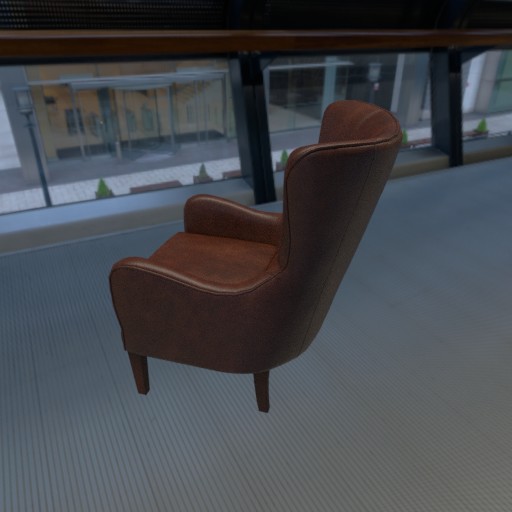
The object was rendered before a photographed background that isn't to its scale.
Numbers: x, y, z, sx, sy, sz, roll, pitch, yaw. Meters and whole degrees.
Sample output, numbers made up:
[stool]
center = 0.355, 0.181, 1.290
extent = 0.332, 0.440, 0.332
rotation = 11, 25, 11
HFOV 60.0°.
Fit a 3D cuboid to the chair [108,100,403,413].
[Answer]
[chair]
center = 0.000, 0.000, 1.670
extent = 0.914, 1.048, 0.692
rotation = 8, 30, 14
